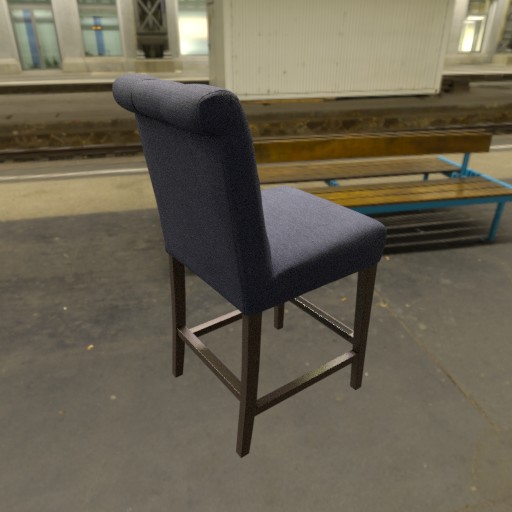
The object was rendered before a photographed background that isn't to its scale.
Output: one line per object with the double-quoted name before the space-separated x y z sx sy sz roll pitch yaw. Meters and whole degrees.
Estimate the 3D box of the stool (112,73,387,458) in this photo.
"stool" 0.000 0.000 1.322 0.601 1.010 0.493 -18 32 -32
